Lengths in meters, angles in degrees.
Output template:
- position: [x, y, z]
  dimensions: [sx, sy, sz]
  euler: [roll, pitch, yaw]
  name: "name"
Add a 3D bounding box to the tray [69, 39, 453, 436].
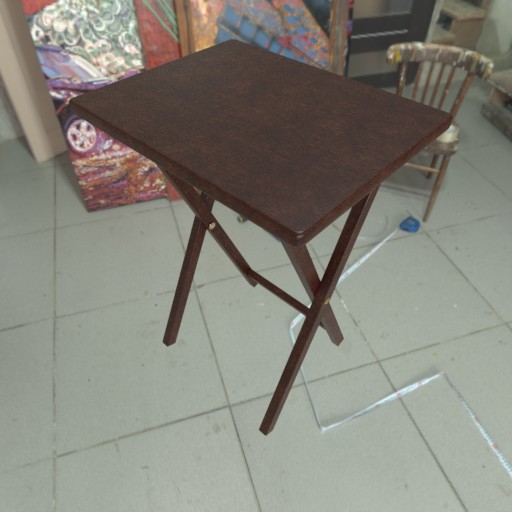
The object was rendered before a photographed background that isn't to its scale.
- position: [0.000, 0.000, 0.928]
  dimensions: [0.483, 0.660, 0.381]
  euler: [33, 54, 29]
  name: "tray"
